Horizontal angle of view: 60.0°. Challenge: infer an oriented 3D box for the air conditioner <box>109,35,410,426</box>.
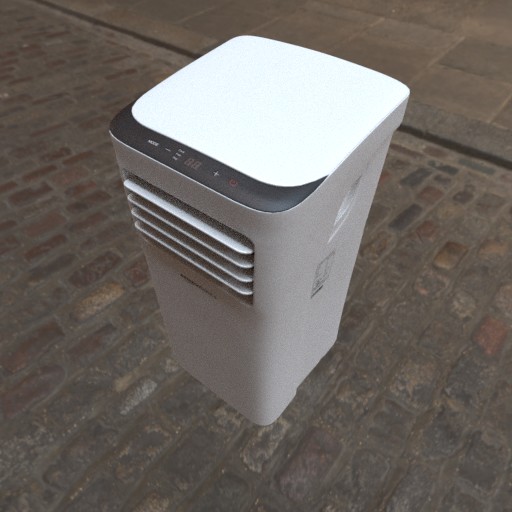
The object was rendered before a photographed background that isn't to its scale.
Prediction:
[{"bbox_3d":[0.000,0.000,0.912,0.352,0.716,0.369,30,53,25],"label":"air conditioner"}]
